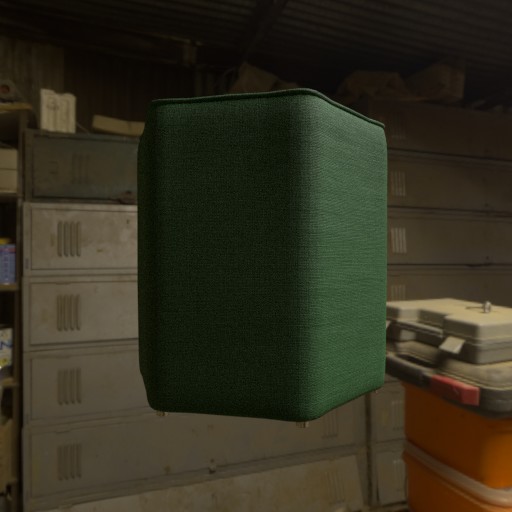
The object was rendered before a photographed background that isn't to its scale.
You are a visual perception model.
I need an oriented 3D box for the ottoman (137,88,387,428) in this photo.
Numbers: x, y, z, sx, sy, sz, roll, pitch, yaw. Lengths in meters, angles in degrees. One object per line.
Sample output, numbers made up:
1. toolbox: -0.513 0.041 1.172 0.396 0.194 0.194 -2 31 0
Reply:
1. ottoman: 0.000 0.000 0.876 0.444 0.507 0.499 0 0 -18
